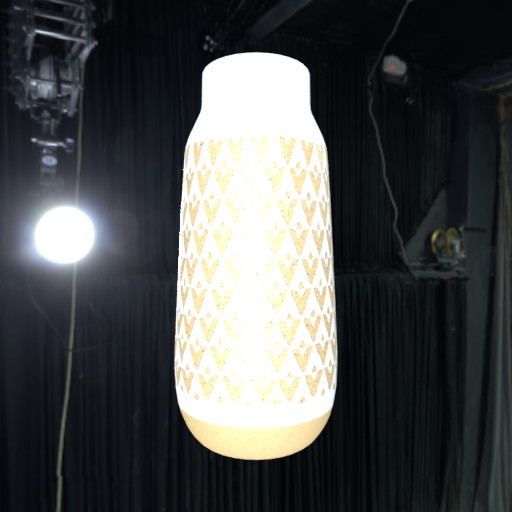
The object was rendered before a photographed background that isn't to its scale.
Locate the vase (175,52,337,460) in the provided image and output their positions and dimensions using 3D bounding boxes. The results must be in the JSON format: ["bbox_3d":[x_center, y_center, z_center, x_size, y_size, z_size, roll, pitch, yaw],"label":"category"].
[{"bbox_3d":[0.000,0.000,0.379,0.137,0.307,0.137,0,1,0],"label":"vase"}]
